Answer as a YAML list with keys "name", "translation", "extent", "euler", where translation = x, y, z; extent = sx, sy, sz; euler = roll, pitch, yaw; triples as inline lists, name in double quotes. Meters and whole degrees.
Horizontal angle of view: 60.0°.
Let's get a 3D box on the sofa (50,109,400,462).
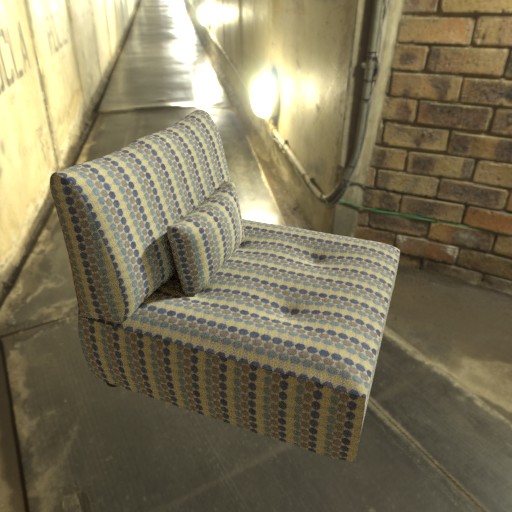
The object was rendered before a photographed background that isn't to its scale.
- name: "sofa"
  translation: [0.000, 0.000, 1.669]
  extent: [1.000, 0.830, 0.930]
  euler: [11, 32, 18]
